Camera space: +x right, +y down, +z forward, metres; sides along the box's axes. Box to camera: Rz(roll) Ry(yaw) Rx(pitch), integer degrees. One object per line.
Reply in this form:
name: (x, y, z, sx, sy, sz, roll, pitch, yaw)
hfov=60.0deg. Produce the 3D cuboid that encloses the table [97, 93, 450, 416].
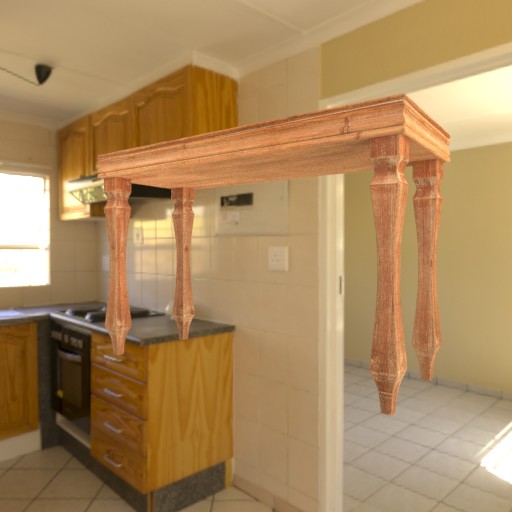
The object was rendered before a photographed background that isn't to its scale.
table: (0.000, 0.000, 1.762, 1.330, 0.873, 0.522, 1, 1, 36)
